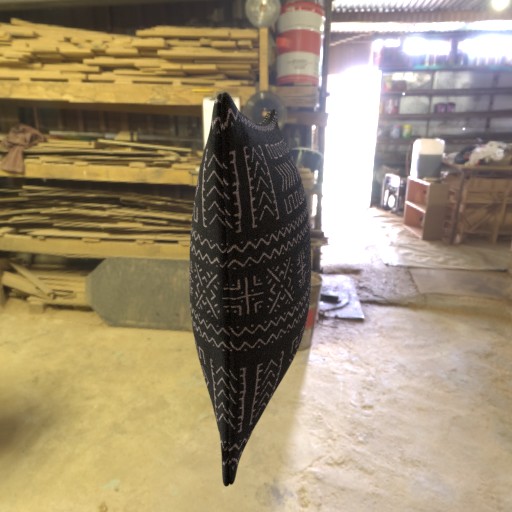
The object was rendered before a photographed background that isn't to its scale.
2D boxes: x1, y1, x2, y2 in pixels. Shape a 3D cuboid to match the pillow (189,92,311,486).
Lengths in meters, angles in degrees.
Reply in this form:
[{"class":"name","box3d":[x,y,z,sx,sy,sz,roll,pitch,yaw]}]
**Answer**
[{"class":"pillow","box3d":[0.000,0.000,0.654,0.164,0.430,0.438,2,17,8]}]
